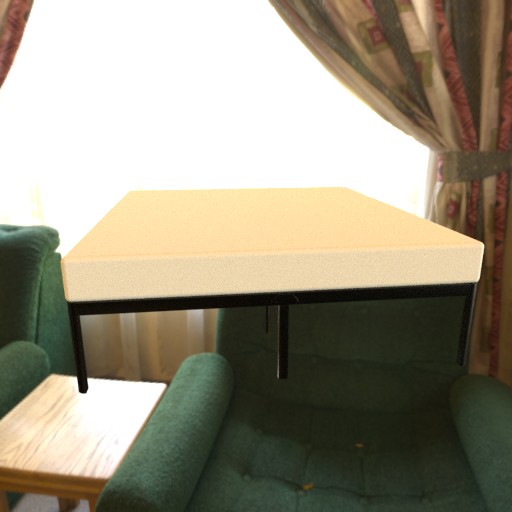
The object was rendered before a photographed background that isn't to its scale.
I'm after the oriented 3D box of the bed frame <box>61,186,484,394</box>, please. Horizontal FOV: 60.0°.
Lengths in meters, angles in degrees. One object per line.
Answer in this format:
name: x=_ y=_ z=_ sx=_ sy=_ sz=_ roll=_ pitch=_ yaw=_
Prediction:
bed frame: x=0.000 y=0.000 z=3.062 sx=1.963 sy=0.659 sz=2.079 roll=-2 pitch=17 yaw=-7
